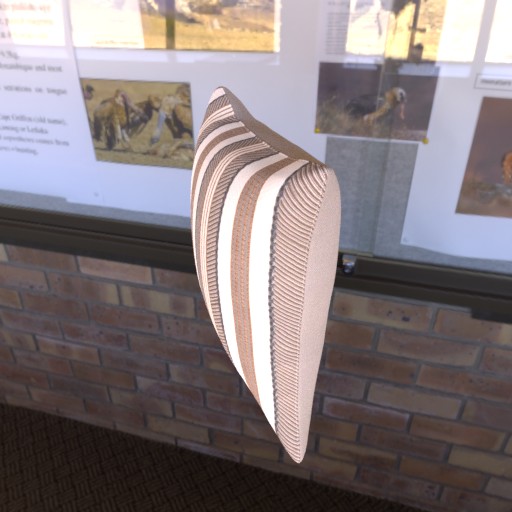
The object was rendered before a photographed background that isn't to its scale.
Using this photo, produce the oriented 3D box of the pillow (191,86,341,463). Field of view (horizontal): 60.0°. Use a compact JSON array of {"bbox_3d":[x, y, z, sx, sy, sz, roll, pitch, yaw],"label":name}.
[{"bbox_3d":[0.000,0.000,0.640,0.173,0.401,0.416,-8,31,-14],"label":"pillow"}]
